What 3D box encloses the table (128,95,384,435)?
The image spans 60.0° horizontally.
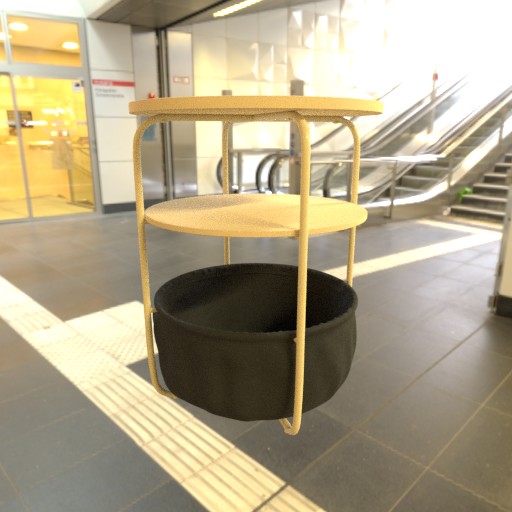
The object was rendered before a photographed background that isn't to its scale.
[{"bbox_3d":[0.000,0.000,0.825,0.418,0.532,0.418,7,17,25],"label":"table"}]
